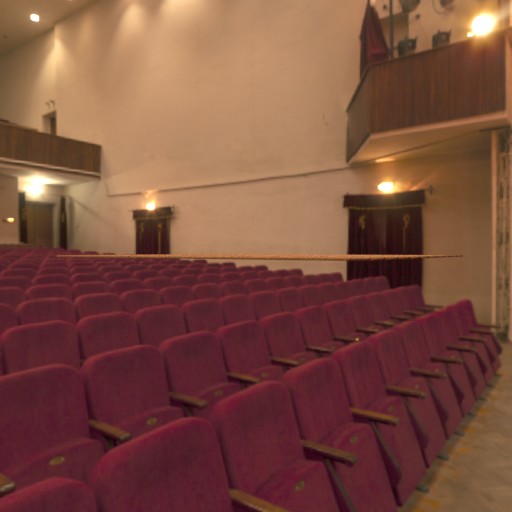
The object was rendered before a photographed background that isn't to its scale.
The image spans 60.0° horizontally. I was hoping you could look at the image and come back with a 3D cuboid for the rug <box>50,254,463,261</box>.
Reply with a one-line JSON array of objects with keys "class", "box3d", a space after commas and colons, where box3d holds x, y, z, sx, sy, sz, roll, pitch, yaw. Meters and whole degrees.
[{"class": "rug", "box3d": [0.000, 0.000, 2.290, 1.726, 0.009, 1.278, 0, 1, 36]}]
